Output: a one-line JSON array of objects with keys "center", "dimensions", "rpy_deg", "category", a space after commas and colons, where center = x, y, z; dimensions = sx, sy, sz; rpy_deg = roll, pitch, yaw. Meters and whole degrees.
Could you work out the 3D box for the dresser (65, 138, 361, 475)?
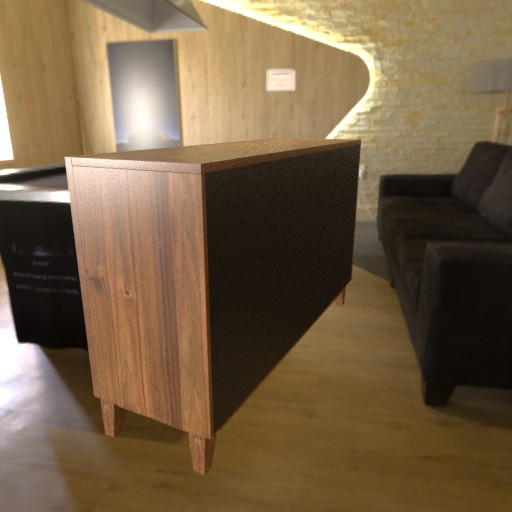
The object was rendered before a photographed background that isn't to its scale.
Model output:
[{"center": [0.000, 0.000, 1.800], "dimensions": [0.446, 0.873, 1.400], "rpy_deg": [9, 19, 26], "category": "dresser"}]
